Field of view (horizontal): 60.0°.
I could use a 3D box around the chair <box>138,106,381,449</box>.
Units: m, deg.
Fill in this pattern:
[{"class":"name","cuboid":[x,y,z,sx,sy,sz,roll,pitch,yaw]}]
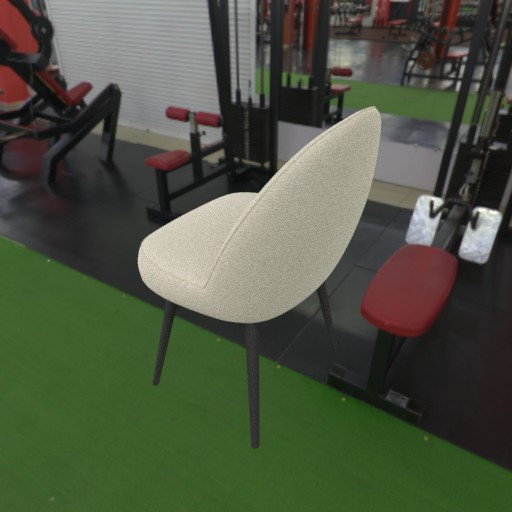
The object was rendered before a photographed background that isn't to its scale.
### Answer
[{"class":"chair","cuboid":[0.000,0.000,1.195,0.540,0.838,0.532,20,37,29]}]
